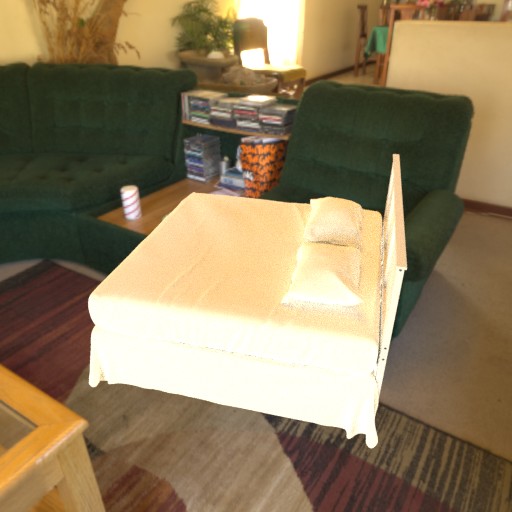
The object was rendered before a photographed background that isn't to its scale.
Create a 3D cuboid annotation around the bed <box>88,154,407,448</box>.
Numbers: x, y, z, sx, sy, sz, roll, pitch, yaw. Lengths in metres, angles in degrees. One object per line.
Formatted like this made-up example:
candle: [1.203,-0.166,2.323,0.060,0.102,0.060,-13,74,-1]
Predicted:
bed: [0.000,0.000,3.695,2.215,1.273,2.317,7,31,12]
